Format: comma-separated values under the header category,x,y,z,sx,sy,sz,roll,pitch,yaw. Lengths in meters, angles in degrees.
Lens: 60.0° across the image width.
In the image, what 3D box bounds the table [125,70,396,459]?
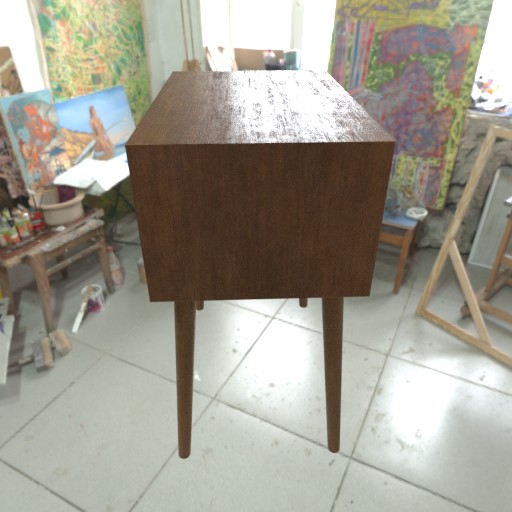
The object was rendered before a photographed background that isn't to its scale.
category,x,y,z,sx,sy,sz,roll,pitch,yaw
table,0.000,0.000,0.838,0.307,0.580,0.454,-1,32,-2
